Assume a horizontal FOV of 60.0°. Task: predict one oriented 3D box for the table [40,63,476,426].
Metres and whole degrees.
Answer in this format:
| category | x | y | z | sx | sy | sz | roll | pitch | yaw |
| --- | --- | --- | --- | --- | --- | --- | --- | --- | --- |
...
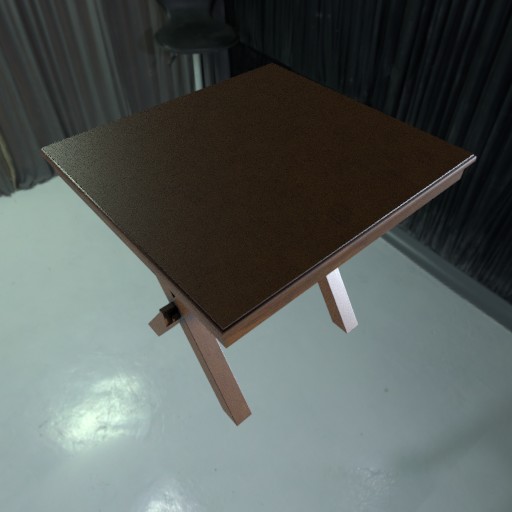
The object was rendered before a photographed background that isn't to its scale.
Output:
| category | x | y | z | sx | sy | sz | roll | pitch | yaw |
| --- | --- | --- | --- | --- | --- | --- | --- | --- | --- |
| table | 0.000 | 0.000 | 1.030 | 0.602 | 0.562 | 0.560 | -32 | 54 | -28 |
